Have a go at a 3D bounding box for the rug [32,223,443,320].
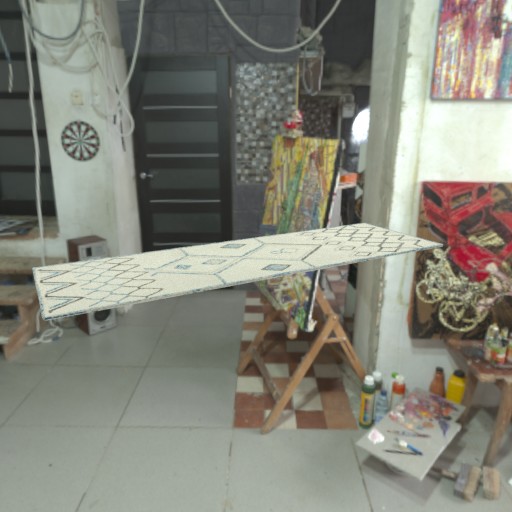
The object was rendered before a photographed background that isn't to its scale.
[{"bbox_3d":[0.000,0.000,2.717,2.434,0.013,0.770,-9,19,-27],"label":"rug"}]
